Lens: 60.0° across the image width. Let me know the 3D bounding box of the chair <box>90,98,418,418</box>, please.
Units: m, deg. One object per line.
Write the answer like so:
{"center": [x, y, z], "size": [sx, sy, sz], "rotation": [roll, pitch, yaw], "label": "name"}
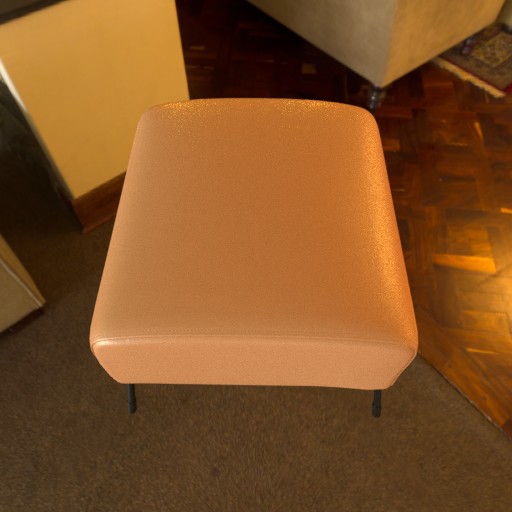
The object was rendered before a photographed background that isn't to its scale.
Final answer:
{"center": [0.000, 0.000, 0.894], "size": [0.530, 0.410, 0.530], "rotation": [1, 57, 0], "label": "chair"}
